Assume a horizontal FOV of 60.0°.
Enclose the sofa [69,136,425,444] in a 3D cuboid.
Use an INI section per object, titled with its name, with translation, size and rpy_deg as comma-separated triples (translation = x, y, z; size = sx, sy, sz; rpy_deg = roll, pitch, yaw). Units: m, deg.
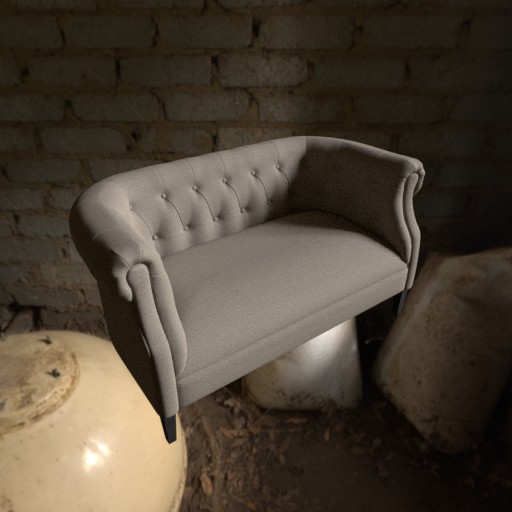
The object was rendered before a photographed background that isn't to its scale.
[sofa]
translation = 0.000, 0.000, 2.090
size = 1.558, 0.827, 0.835
rpy_deg = -21, 37, -30
